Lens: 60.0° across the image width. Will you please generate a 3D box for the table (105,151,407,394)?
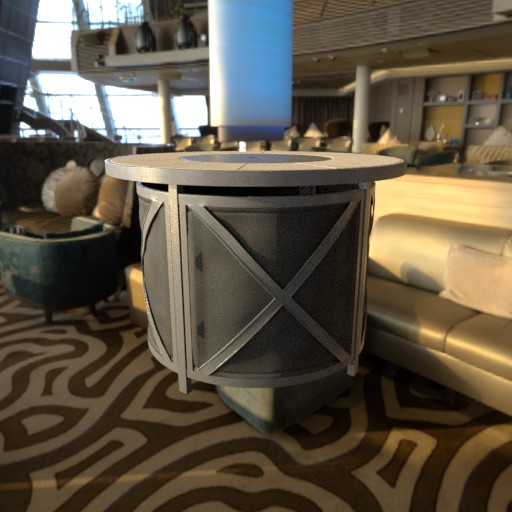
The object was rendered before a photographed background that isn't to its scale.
[{"bbox_3d":[0.000,0.000,1.498,0.914,0.650,0.914,0,16,0],"label":"table"}]
